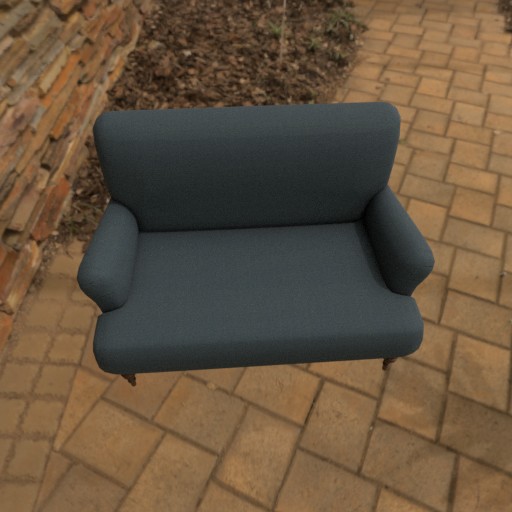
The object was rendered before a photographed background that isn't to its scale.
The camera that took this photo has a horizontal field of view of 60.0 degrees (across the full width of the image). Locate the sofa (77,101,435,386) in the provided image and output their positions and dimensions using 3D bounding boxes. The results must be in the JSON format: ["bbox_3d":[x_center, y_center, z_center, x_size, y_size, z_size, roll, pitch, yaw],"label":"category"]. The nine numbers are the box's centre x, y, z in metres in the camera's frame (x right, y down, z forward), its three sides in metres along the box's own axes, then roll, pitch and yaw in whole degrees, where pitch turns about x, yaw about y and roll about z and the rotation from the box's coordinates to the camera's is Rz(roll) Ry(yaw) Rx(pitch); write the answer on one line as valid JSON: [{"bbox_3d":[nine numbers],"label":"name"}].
[{"bbox_3d":[0.000,0.000,1.780,1.297,0.889,0.779,-3,48,-3],"label":"sofa"}]
